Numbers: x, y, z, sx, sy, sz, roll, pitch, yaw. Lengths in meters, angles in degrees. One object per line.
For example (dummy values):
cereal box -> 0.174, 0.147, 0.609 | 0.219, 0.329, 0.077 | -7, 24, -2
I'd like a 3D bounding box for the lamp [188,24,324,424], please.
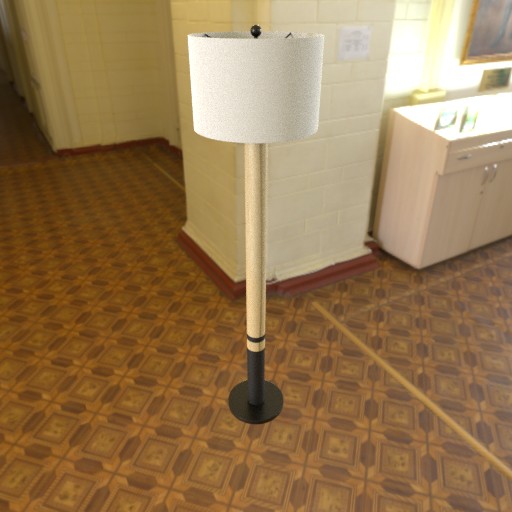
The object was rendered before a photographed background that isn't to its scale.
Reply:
lamp -> 0.000, 0.000, 1.597 | 0.381, 1.478, 0.381 | 8, 30, 13
